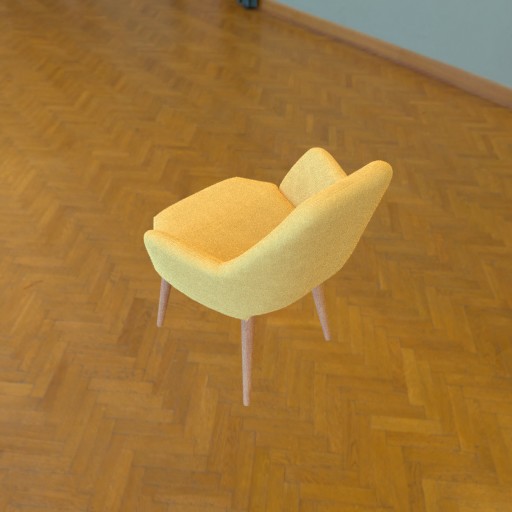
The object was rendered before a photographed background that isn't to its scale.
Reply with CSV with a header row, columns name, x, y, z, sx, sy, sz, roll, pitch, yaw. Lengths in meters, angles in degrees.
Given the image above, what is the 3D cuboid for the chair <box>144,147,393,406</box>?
name,x,y,z,sx,sy,sz,roll,pitch,yaw
chair,0.000,0.000,1.288,0.590,0.840,0.610,-31,53,-27
